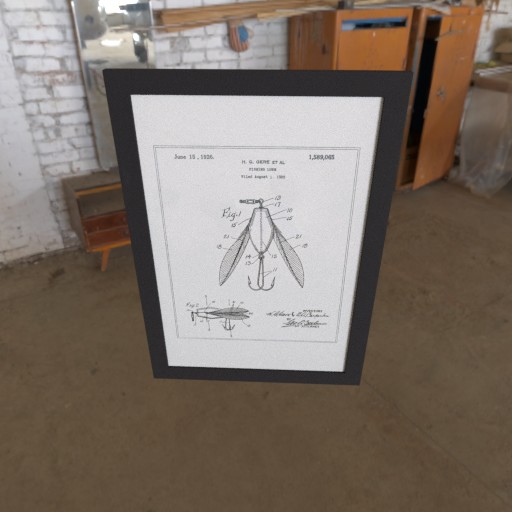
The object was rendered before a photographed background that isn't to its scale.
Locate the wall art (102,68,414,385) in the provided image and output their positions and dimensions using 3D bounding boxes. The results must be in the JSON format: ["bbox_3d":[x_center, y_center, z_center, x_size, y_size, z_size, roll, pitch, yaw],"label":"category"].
[{"bbox_3d":[0.000,0.000,0.683,0.380,0.534,0.013,1,31,2],"label":"wall art"}]
